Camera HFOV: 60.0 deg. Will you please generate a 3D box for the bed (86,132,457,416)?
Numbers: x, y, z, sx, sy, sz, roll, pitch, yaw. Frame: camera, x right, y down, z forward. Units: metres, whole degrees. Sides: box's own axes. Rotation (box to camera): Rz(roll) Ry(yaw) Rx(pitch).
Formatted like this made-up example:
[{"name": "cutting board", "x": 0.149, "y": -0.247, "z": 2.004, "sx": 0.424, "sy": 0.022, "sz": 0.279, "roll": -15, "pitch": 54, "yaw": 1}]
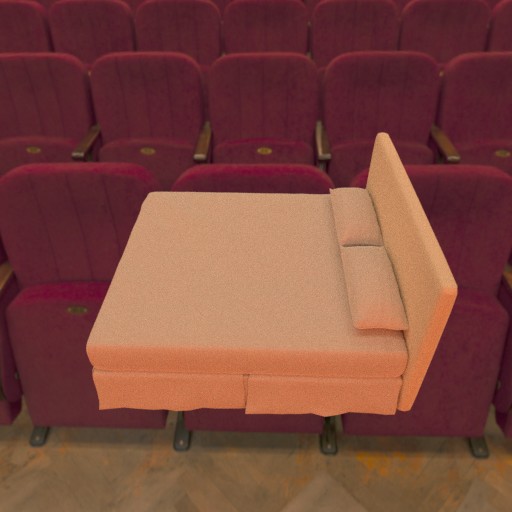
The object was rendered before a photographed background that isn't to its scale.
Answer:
[{"name": "bed", "x": 0.000, "y": 0.000, "z": 3.651, "sx": 2.341, "sy": 1.317, "sz": 2.119, "roll": 1, "pitch": 40, "yaw": 1}]
